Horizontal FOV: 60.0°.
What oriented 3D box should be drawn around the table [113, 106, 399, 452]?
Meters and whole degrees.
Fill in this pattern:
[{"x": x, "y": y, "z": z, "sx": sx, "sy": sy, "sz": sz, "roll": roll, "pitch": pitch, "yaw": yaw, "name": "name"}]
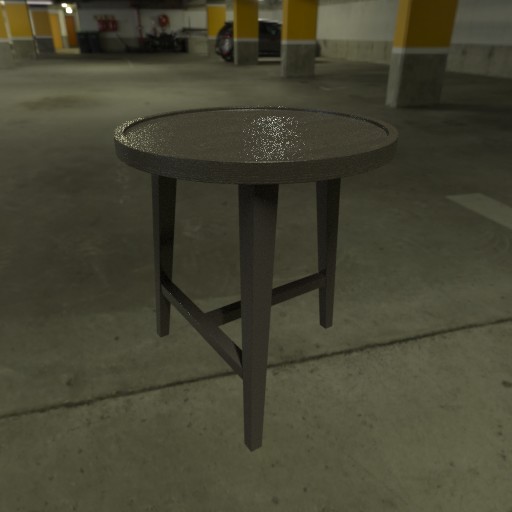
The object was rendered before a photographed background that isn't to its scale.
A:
[{"x": 0.000, "y": 0.000, "z": 0.927, "sx": 0.500, "sy": 0.531, "sz": 0.500, "roll": 0, "pitch": 27, "yaw": 0, "name": "table"}]
